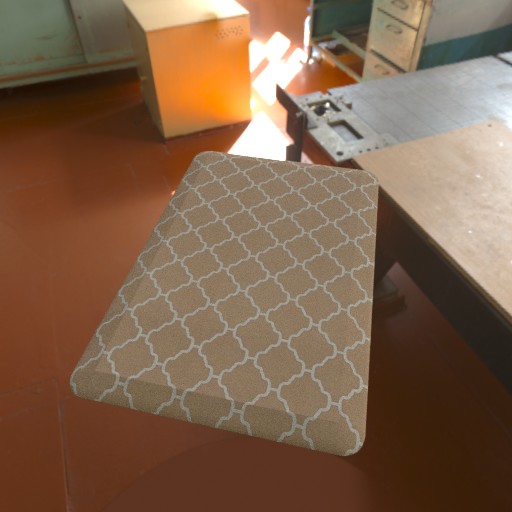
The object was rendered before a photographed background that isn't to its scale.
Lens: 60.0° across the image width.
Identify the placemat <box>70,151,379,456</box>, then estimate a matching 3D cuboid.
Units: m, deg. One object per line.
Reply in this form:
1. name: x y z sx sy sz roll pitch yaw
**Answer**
1. placemat: 0.000 0.000 0.967 0.508 0.021 0.762 9 47 9
